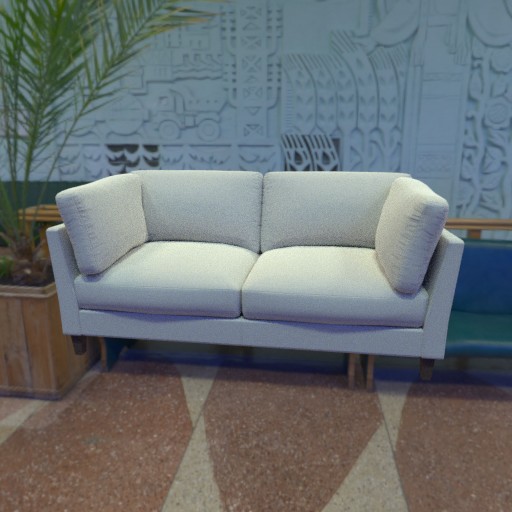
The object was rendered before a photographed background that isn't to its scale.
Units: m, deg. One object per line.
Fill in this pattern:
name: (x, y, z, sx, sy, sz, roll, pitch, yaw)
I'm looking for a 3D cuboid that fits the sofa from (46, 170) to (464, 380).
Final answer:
sofa: (0.000, 0.000, 2.321, 1.776, 0.836, 0.970, 2, 15, 8)
